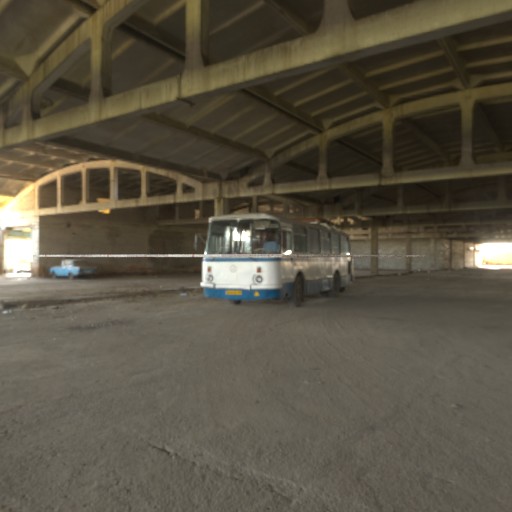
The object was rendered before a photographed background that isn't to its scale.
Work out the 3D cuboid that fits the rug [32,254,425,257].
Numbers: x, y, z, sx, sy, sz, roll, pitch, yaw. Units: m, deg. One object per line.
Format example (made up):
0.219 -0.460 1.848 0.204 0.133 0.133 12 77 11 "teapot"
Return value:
0.000 0.000 4.115 2.317 0.016 2.959 0 0 34 "rug"
